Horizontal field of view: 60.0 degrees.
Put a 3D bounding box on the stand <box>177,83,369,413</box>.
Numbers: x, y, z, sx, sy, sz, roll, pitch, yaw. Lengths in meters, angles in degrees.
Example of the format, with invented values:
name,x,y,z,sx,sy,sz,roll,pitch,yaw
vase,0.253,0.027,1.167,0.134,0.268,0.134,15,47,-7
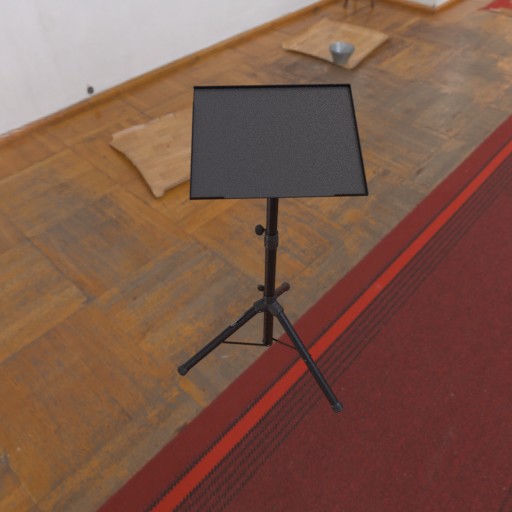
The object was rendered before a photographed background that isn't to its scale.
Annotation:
name,x,y,z,sx,sy,sz,roll,pitch,yaw
stand,0.000,0.000,1.640,0.702,1.198,0.702,-1,46,-1
